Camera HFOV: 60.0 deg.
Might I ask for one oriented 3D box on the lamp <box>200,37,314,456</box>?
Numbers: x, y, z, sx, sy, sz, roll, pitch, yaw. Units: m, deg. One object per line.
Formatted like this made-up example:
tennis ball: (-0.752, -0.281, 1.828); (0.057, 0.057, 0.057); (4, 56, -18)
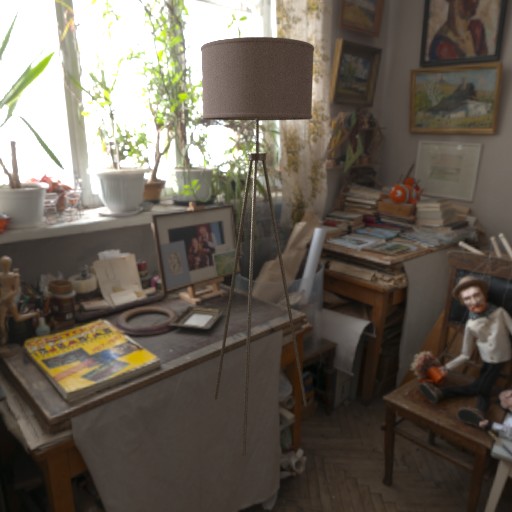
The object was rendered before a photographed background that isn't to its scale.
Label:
lamp: (0.000, 0.000, 1.786); (0.449, 1.545, 0.460); (2, 16, 8)
